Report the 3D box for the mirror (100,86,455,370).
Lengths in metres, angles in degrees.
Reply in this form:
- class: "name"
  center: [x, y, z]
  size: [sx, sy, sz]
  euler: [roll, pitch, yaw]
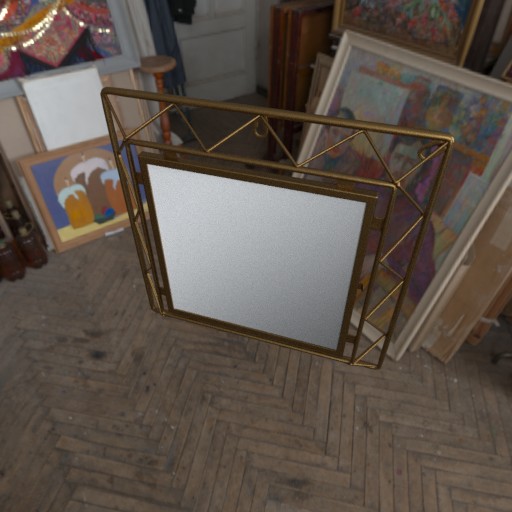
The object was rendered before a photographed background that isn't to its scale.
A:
- class: "mirror"
  center: [0.000, 0.000, 0.619]
  size: [0.416, 0.414, 0.046]
  euler: [12, 43, 13]
